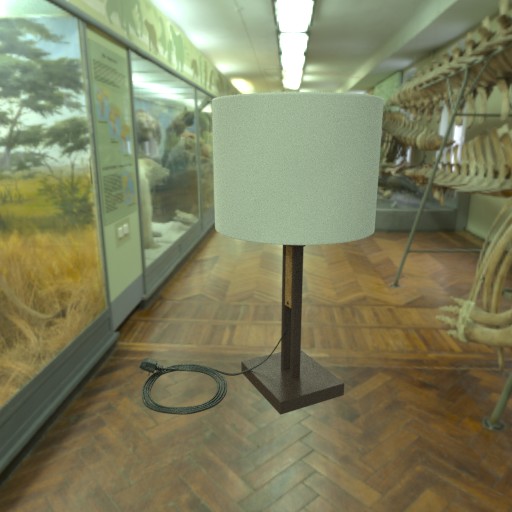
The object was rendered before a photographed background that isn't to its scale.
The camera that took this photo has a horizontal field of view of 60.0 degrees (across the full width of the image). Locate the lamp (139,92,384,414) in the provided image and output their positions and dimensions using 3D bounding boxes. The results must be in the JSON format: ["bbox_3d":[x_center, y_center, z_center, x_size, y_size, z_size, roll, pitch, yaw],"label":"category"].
[{"bbox_3d":[0.000,0.000,1.001,0.525,0.668,0.396,-7,17,-26],"label":"lamp"}]
